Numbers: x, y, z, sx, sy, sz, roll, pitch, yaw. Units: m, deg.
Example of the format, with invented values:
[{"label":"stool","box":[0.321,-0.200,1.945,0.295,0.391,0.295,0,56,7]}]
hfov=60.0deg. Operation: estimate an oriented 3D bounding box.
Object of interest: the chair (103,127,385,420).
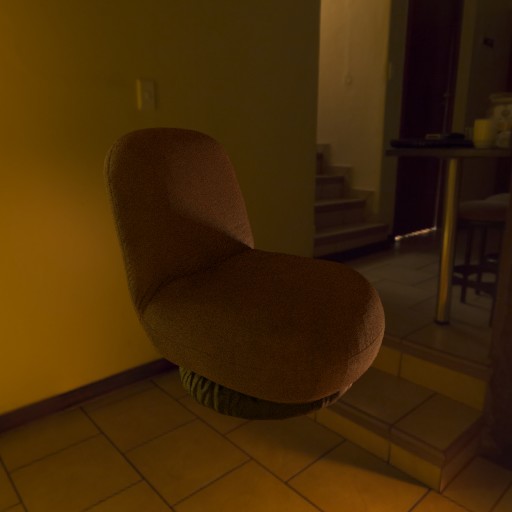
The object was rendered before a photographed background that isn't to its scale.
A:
[{"label":"chair","box":[0.000,0.000,1.047,0.597,0.594,0.521,7,15,27]}]
